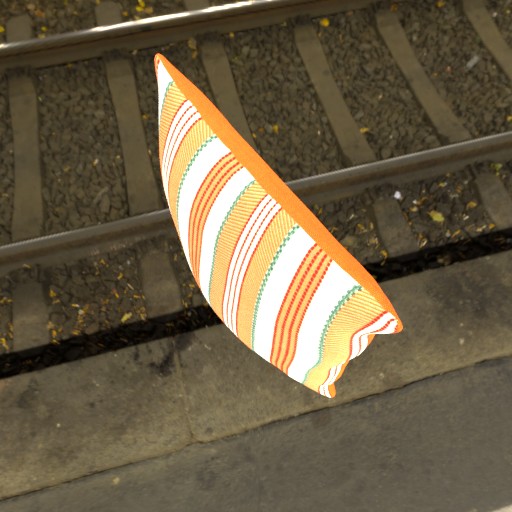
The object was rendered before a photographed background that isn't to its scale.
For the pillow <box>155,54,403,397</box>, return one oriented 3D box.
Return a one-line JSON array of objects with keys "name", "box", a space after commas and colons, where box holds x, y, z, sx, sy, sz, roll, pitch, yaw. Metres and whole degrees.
[{"name": "pillow", "box": [0.000, 0.000, 0.664, 0.182, 0.441, 0.440, -33, 69, -15]}]
